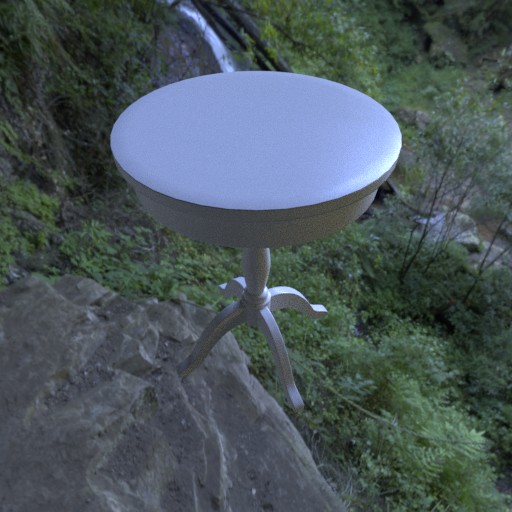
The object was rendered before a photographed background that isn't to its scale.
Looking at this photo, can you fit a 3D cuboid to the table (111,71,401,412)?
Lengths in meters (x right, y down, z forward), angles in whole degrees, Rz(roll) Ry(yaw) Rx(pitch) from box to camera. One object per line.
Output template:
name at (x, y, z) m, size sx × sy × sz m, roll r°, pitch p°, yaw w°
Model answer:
table at (0.000, 0.000, 1.023) m, size 0.513 × 0.653 × 0.513 m, roll 0°, pitch 43°, yaw 0°
